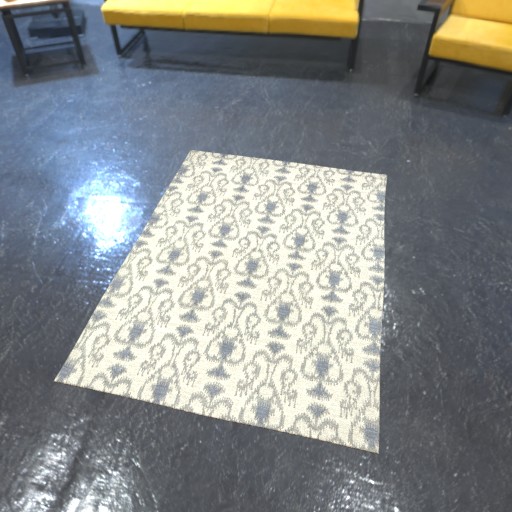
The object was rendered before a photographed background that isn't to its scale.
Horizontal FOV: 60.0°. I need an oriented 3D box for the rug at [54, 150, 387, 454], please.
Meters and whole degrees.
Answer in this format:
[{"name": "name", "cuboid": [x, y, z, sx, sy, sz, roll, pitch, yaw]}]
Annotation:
[{"name": "rug", "cuboid": [0.000, 0.000, 2.955, 1.676, 0.013, 2.261, 9, 46, 9]}]
